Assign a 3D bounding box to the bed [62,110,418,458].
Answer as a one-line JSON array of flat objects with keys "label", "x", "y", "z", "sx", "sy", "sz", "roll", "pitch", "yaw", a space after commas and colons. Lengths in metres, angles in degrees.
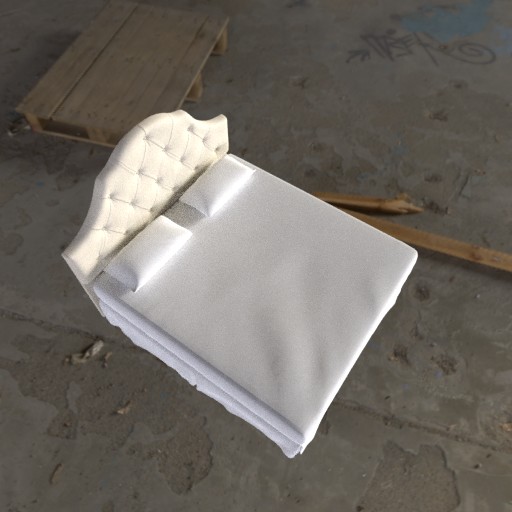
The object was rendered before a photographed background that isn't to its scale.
[{"label": "bed", "x": 0.000, "y": 0.000, "z": 3.632, "sx": 2.214, "sy": 1.615, "sz": 2.008, "roll": 31, "pitch": 62, "yaw": 18}]
